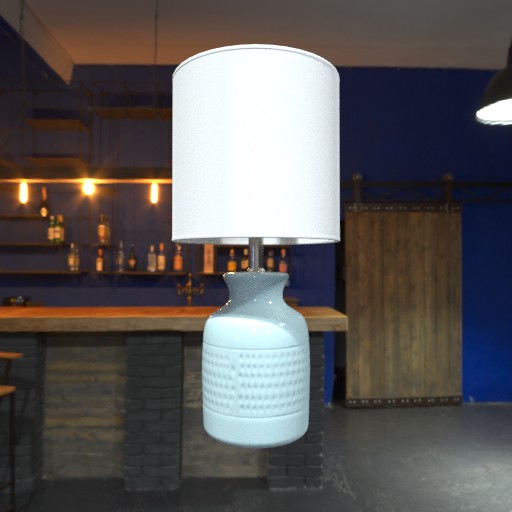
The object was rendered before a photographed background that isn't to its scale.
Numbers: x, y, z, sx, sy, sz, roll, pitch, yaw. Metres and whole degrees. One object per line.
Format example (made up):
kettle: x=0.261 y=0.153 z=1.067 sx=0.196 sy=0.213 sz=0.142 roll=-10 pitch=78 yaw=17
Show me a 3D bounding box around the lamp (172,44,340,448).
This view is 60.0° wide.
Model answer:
lamp: x=0.000 y=0.000 z=1.121 sx=0.418 sy=0.871 sz=0.418 roll=0 pitch=-1 yaw=0
